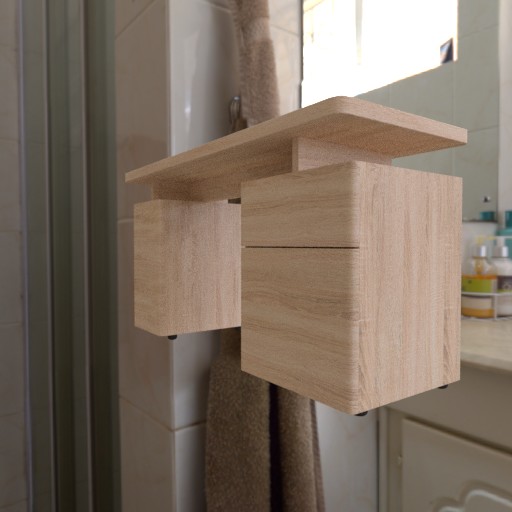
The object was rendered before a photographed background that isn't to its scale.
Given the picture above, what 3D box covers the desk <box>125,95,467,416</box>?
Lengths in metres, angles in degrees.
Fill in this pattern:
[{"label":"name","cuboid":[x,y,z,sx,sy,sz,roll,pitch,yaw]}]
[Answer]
[{"label":"desk","cuboid":[0.000,0.000,1.720,0.550,0.760,1.400,-1,2,-36]}]
